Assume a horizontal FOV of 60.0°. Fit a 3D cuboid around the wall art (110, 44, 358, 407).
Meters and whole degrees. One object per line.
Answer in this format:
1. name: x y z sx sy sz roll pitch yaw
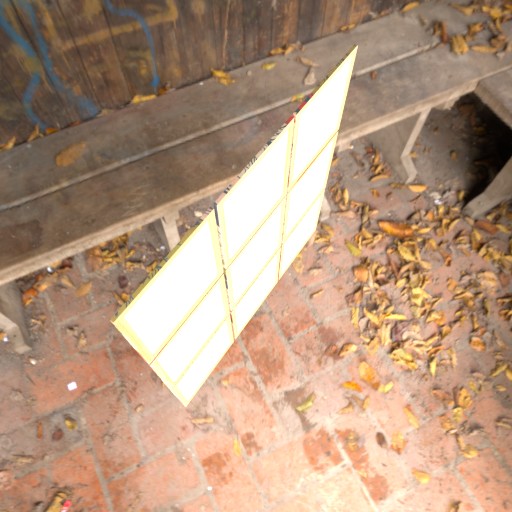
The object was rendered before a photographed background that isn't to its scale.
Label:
1. wall art: 0.000 0.000 1.823 0.013 1.218 1.206 31 67 15
